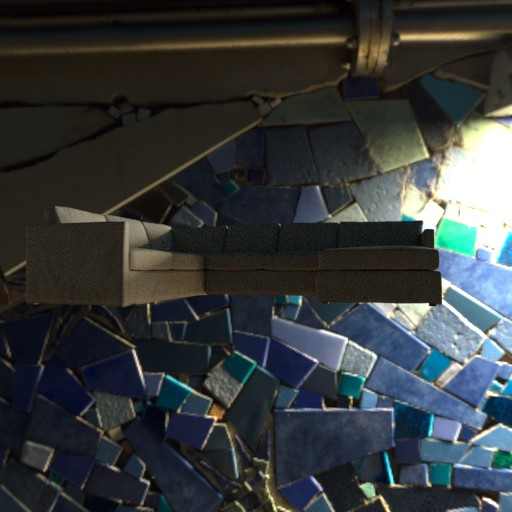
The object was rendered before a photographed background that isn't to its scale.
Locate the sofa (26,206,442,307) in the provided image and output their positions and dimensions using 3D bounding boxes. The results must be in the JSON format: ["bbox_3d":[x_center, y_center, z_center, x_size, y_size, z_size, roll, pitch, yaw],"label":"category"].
[{"bbox_3d":[0.000,0.000,4.474,3.460,0.882,2.427,-1,-2,18],"label":"sofa"}]
